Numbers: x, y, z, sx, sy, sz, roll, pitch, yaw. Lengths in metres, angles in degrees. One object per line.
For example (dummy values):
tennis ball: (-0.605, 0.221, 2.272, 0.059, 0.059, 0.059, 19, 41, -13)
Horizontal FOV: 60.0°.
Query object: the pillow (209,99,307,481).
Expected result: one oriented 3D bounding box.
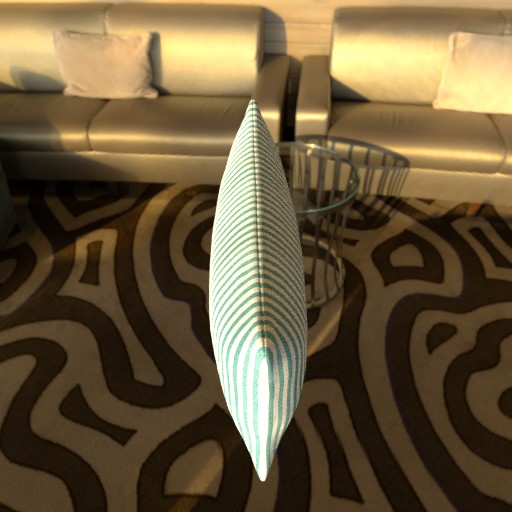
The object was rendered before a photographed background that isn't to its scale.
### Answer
pillow: (0.000, 0.000, 0.741, 0.151, 0.295, 0.617, -1, 41, -1)
